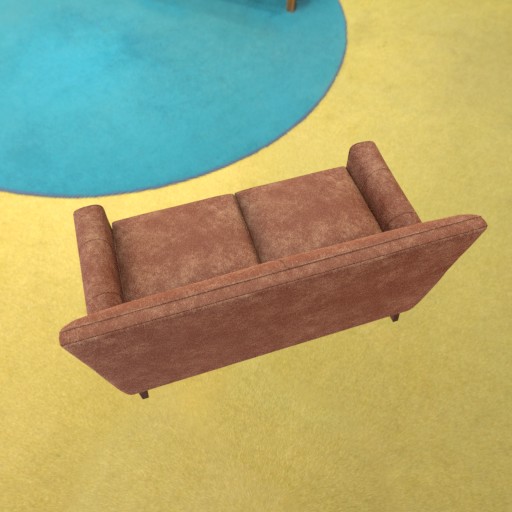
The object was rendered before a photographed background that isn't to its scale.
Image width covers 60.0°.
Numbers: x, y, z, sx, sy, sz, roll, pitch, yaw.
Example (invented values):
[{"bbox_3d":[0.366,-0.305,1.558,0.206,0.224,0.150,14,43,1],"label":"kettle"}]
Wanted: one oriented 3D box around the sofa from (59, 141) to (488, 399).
[{"bbox_3d":[0.000,0.000,1.999,1.473,0.871,0.787,-15,59,-9],"label":"sofa"}]
